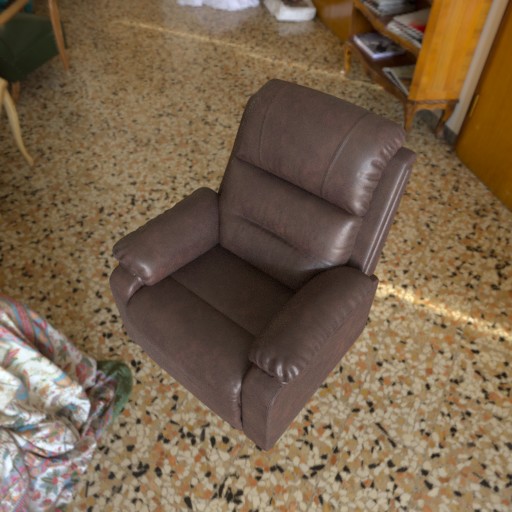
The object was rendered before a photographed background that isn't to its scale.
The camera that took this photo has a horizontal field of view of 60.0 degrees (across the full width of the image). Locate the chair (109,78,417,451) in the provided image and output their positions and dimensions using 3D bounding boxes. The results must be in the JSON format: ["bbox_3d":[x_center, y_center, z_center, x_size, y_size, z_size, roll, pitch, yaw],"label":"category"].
[{"bbox_3d":[0.000,0.000,1.681,0.855,0.992,0.919,31,54,26],"label":"chair"}]
